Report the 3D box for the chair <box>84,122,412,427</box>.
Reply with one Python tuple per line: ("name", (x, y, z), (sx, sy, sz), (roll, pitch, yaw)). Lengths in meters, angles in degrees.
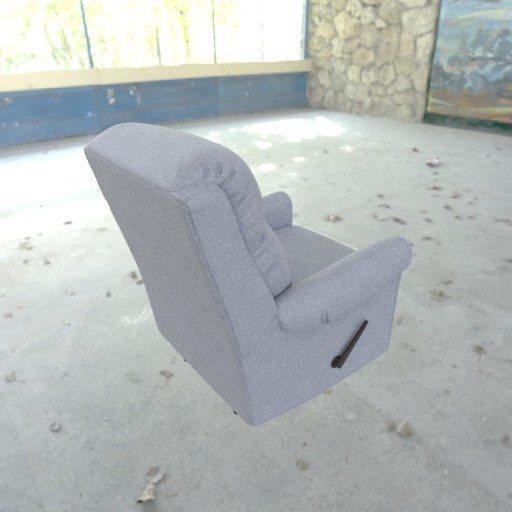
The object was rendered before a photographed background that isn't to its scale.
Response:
("chair", (0.000, 0.000, 1.791), (1.014, 1.054, 0.838), (-19, 32, -33))
